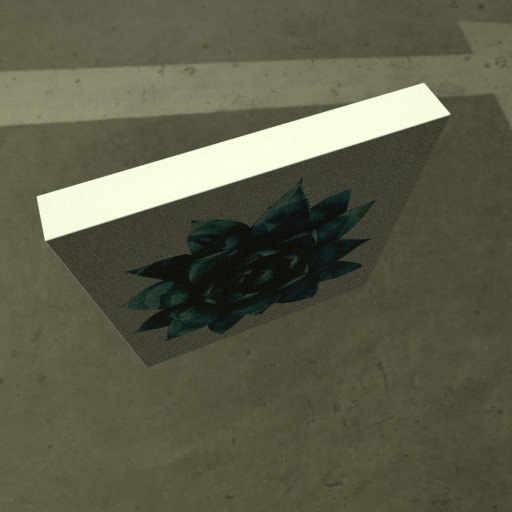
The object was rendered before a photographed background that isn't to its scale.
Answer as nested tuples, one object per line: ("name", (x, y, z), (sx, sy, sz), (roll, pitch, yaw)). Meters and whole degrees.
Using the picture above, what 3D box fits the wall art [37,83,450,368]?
("wall art", (0.000, 0.000, 0.452), (0.305, 0.305, 0.038), (-19, 63, -10))
